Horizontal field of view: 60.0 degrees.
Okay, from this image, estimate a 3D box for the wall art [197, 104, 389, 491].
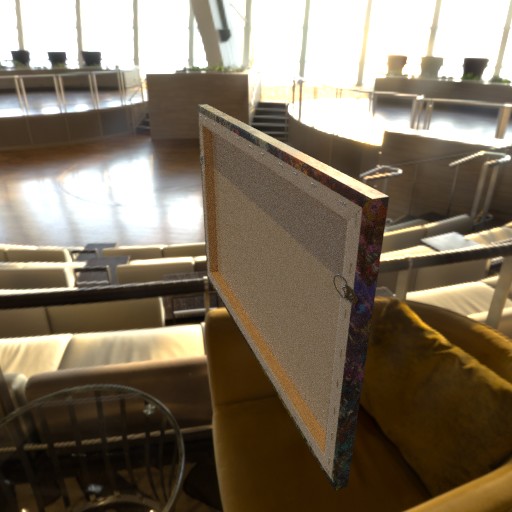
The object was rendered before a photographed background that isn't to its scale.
[{"bbox_3d":[0.000,0.000,1.396,0.042,0.760,1.136,-10,29,-19],"label":"wall art"}]
